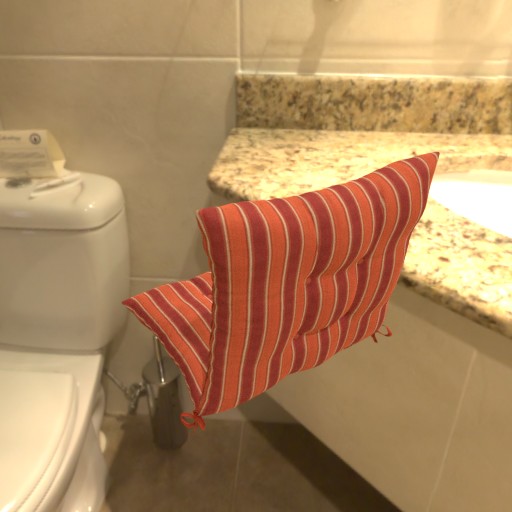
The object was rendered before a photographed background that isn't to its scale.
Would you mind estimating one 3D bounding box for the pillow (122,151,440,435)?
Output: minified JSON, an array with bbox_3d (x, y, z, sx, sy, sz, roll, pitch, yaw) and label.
[{"bbox_3d":[0.000,0.000,1.015,0.541,0.536,0.585,-18,35,-28],"label":"pillow"}]
